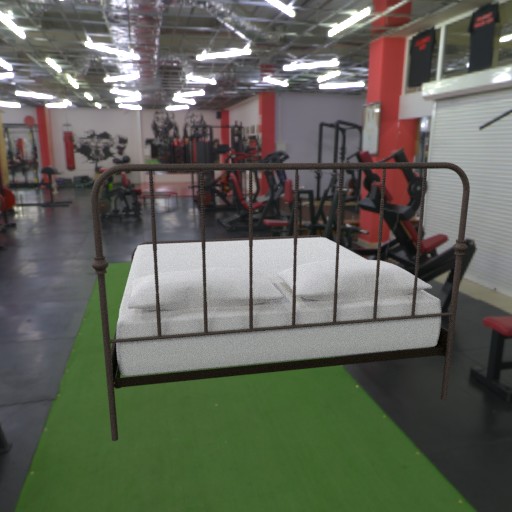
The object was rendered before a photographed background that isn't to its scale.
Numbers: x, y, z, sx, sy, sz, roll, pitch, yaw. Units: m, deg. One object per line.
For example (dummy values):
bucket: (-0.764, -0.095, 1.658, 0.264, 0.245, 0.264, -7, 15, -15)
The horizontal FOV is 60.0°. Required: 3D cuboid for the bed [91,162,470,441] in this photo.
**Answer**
bed: (0.000, 0.000, 3.384, 2.044, 1.446, 2.134, -3, 14, -11)
